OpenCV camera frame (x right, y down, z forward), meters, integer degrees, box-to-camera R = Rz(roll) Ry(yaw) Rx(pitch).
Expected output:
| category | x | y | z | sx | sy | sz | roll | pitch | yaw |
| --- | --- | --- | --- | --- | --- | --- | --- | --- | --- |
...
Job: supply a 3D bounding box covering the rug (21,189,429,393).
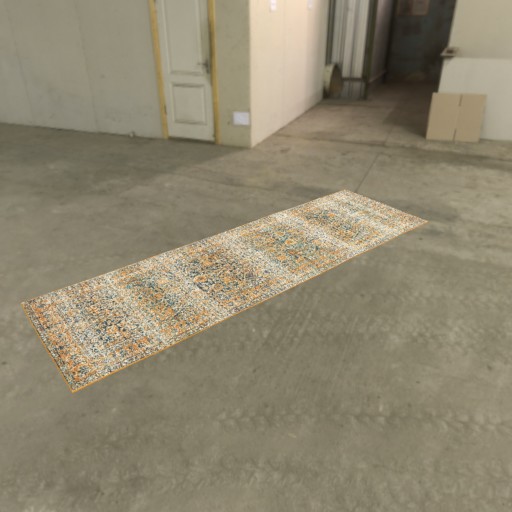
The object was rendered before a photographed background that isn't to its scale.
| category | x | y | z | sx | sy | sz | roll | pitch | yaw |
| --- | --- | --- | --- | --- | --- | --- | --- | --- | --- |
| rug | 0.000 | 0.000 | 2.475 | 2.294 | 0.014 | 0.704 | -22 | 37 | -33 |
